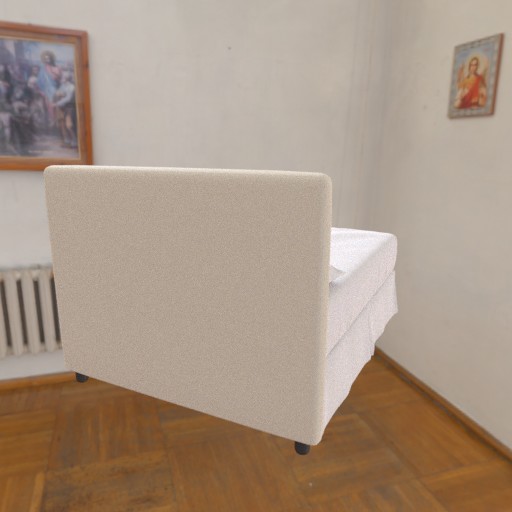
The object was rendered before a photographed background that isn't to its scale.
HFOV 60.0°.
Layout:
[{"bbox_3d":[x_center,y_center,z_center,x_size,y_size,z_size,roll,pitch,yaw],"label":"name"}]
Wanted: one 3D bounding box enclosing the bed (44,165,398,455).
[{"bbox_3d":[0.000,0.000,3.172,1.714,1.330,2.147,7,16,26],"label":"bed"}]
